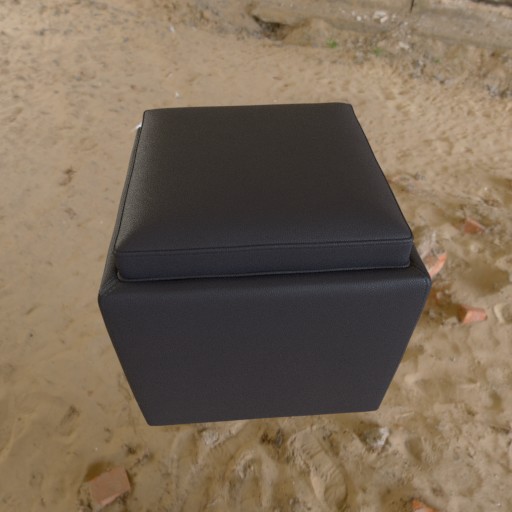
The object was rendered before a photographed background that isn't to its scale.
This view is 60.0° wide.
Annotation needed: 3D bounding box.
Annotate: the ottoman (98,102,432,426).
[{"bbox_3d":[0.000,0.000,0.828,0.451,0.460,0.450,-3,45,-3],"label":"ottoman"}]
